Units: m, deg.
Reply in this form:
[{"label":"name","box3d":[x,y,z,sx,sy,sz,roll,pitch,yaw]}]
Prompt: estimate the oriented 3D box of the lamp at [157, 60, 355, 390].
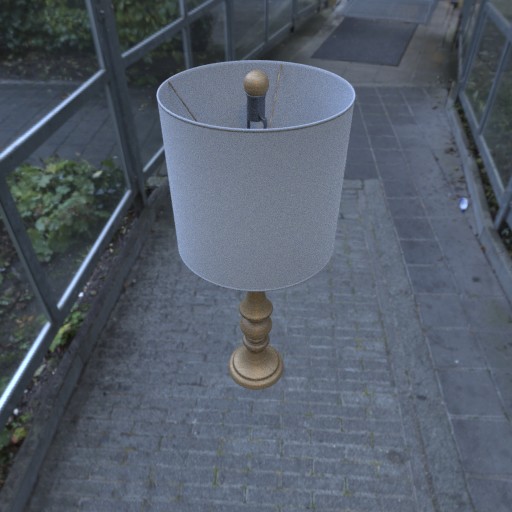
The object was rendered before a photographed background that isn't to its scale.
[{"label":"lamp","box3d":[0.000,0.000,0.741,0.250,0.597,0.250,11,41,13]}]
